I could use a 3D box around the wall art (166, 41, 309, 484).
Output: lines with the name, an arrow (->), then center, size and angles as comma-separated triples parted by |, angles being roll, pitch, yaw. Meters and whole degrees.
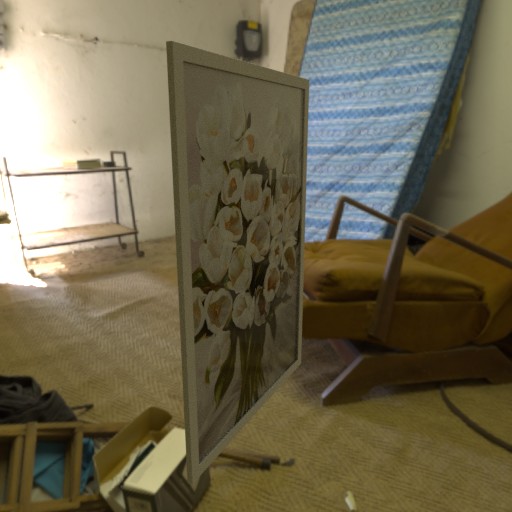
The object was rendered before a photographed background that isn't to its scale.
wall art -> 0.000, 0.000, 1.211 | 0.015, 0.965, 0.660 | 8, 17, 27
